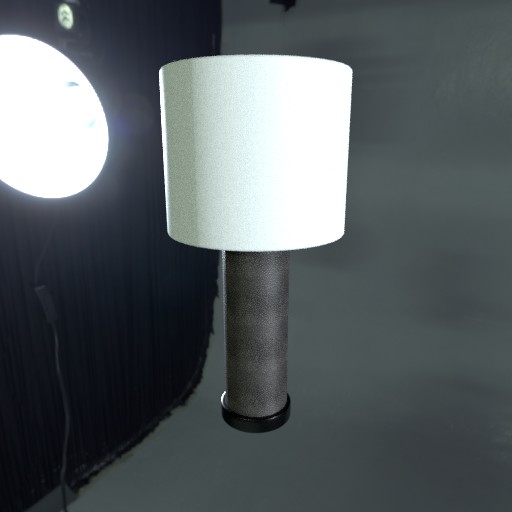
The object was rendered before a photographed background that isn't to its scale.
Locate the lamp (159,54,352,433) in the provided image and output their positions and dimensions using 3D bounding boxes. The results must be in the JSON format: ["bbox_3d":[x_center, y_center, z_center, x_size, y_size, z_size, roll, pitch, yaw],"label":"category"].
[{"bbox_3d":[0.000,0.000,0.793,0.305,0.634,0.305,7,16,24],"label":"lamp"}]
